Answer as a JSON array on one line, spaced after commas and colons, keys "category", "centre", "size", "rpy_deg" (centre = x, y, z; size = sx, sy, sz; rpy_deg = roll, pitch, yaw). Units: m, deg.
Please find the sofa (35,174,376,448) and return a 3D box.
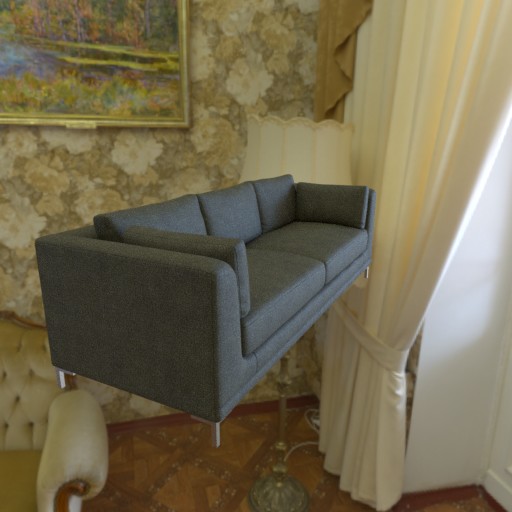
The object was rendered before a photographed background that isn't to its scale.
[{"category": "sofa", "centre": [0.000, 0.000, 2.863], "size": [0.969, 0.867, 2.415], "rpy_deg": [8, 18, 27]}]
